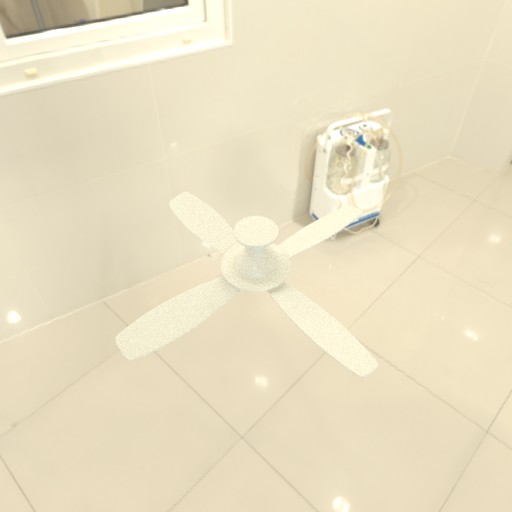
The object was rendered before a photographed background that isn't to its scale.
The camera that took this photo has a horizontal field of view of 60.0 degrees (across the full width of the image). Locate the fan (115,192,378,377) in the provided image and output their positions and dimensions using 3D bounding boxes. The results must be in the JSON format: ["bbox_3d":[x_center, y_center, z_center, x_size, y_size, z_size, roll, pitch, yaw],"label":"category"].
[{"bbox_3d":[0.000,0.000,2.442,1.694,0.382,1.693,-30,53,-26],"label":"fan"}]
